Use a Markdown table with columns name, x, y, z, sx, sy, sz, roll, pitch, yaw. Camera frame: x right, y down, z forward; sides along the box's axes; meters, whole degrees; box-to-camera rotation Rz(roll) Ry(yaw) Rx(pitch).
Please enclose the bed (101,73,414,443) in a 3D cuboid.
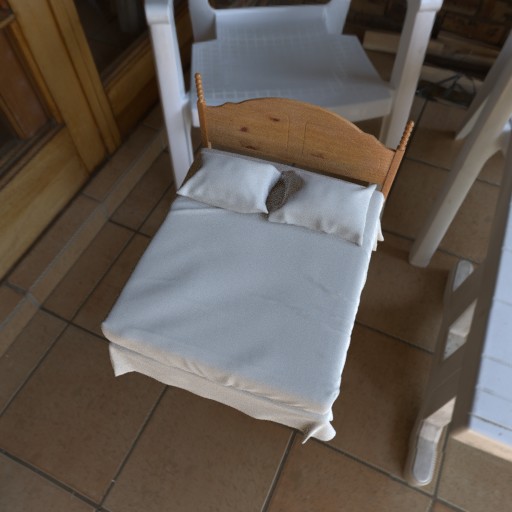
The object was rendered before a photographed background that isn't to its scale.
| name | x | y | z | sx | sy | sz | roll | pitch | yaw |
| --- | --- | --- | --- | --- | --- | --- | --- | --- | --- |
| bed | 0.000 | 0.000 | 3.274 | 1.873 | 1.356 | 2.040 | 16 | 60 | 10 |
